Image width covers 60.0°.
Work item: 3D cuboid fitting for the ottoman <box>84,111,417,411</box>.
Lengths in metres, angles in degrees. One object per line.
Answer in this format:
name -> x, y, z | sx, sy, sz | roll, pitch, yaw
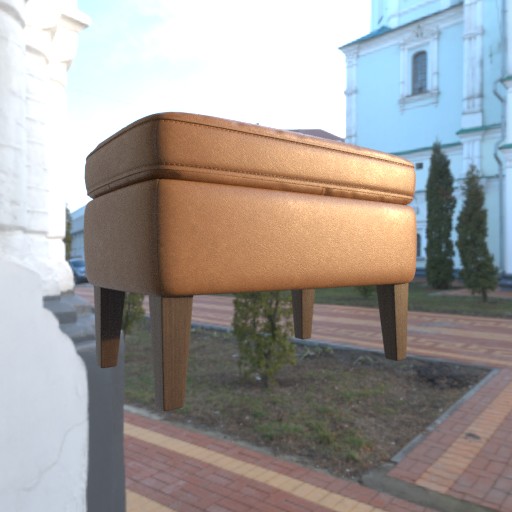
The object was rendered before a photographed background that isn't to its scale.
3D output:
ottoman -> 0.000, 0.000, 0.987 | 0.670, 0.480, 0.420 | 0, 0, -36
